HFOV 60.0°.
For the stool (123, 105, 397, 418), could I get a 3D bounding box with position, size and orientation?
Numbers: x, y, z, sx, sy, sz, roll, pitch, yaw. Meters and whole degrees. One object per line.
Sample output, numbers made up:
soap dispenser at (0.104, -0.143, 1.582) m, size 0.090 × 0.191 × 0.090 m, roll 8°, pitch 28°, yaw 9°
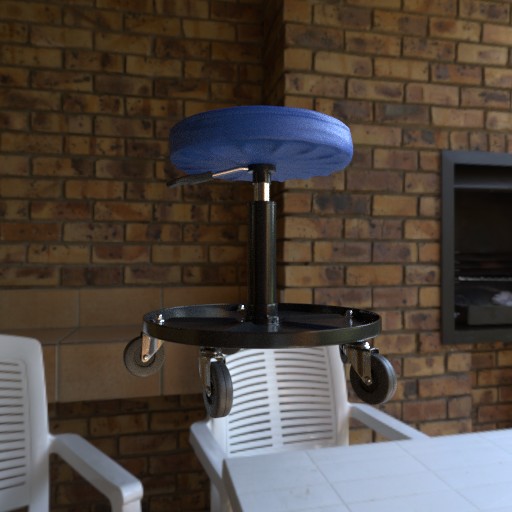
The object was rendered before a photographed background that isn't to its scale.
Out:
stool at (0.000, 0.000, 0.668) m, size 0.382 × 0.365 × 0.381 m, roll 0°, pitch -1°, yaw -18°
